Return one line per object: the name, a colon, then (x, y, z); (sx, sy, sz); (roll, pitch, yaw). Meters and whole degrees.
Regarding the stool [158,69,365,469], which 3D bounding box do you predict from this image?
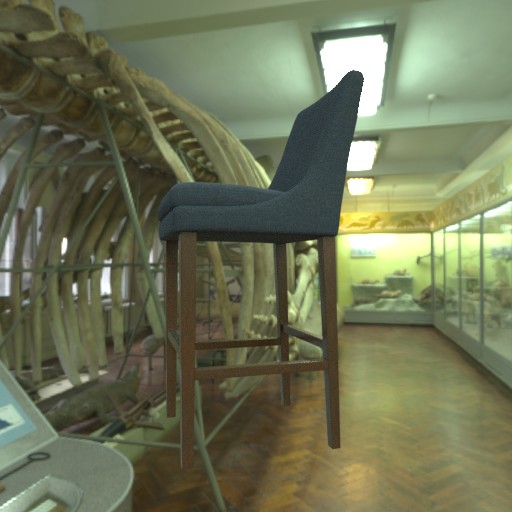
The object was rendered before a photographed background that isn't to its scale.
stool: (0.000, 0.000, 1.389); (0.577, 1.078, 0.470); (0, -1, -17)
